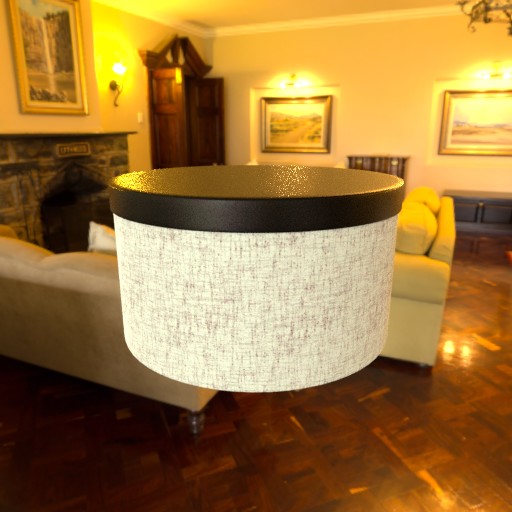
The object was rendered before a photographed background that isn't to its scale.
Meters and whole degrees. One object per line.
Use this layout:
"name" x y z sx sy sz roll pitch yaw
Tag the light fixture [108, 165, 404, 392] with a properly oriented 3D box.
"light fixture" 0.000 0.000 0.643 0.389 0.229 0.389 0 16 0
